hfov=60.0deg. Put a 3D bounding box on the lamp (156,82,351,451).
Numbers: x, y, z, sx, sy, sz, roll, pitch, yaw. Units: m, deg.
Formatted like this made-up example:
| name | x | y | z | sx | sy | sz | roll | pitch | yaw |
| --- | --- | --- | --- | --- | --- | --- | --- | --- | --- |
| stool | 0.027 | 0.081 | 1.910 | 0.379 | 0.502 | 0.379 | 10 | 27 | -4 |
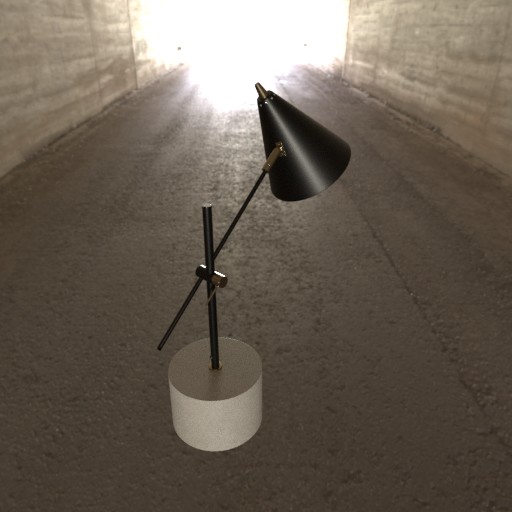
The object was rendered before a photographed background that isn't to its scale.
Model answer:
| name | x | y | z | sx | sy | sz | roll | pitch | yaw |
| --- | --- | --- | --- | --- | --- | --- | --- | --- | --- |
| lamp | 0.000 | 0.000 | 0.723 | 0.403 | 0.518 | 0.214 | -19 | 33 | -33 |
